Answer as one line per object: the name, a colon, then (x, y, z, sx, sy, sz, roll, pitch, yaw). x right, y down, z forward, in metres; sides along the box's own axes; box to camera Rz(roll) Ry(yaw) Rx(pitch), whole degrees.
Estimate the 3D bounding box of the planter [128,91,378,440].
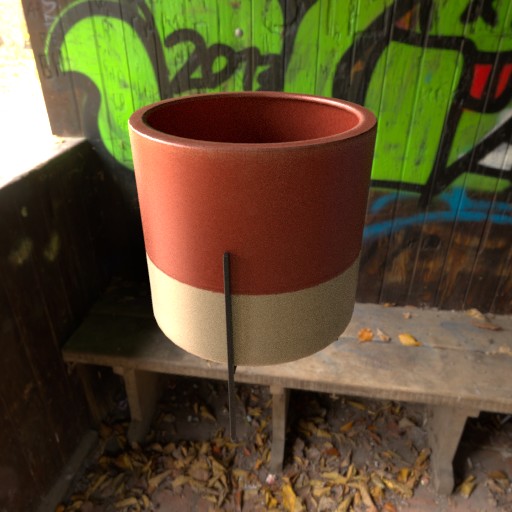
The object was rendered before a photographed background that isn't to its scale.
planter: (0.000, 0.000, 0.738, 0.354, 0.465, 0.345, -10, 32, -17)
